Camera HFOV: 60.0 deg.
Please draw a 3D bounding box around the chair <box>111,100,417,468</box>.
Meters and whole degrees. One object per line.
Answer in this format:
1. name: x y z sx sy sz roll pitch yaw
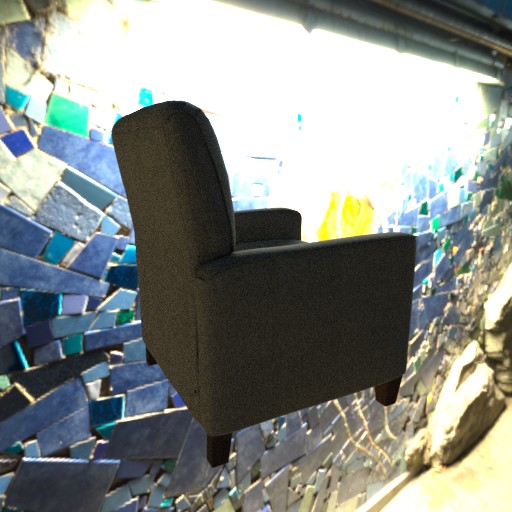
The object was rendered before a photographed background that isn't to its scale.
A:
1. chair: 0.000 0.000 1.633 0.858 1.028 0.841 -7 15 -27
